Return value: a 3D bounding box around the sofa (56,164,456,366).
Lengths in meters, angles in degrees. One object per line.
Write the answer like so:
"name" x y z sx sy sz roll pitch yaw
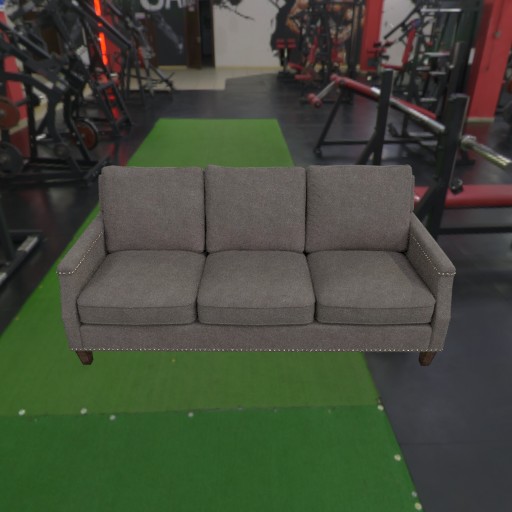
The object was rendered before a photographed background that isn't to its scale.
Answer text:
"sofa" 0.000 0.000 2.869 2.226 1.042 1.034 0 29 0
